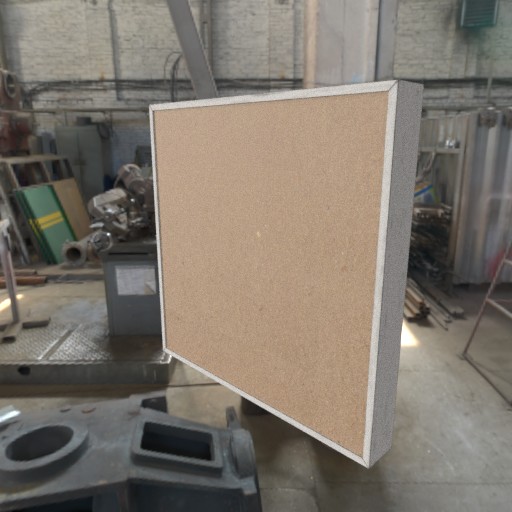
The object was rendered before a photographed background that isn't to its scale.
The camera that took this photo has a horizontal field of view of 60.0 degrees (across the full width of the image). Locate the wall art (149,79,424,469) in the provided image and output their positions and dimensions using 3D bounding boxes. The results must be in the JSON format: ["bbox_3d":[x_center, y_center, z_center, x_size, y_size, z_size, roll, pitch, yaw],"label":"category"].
[{"bbox_3d":[0.000,0.000,0.449,0.305,0.305,0.038,14,20,43],"label":"wall art"}]
